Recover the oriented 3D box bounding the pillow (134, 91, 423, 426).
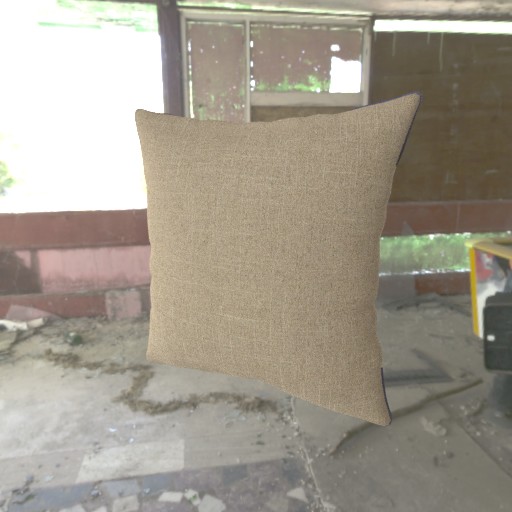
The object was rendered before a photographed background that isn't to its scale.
[{"bbox_3d":[0.000,0.000,0.666,0.440,0.441,0.147,7,15,26],"label":"pillow"}]
